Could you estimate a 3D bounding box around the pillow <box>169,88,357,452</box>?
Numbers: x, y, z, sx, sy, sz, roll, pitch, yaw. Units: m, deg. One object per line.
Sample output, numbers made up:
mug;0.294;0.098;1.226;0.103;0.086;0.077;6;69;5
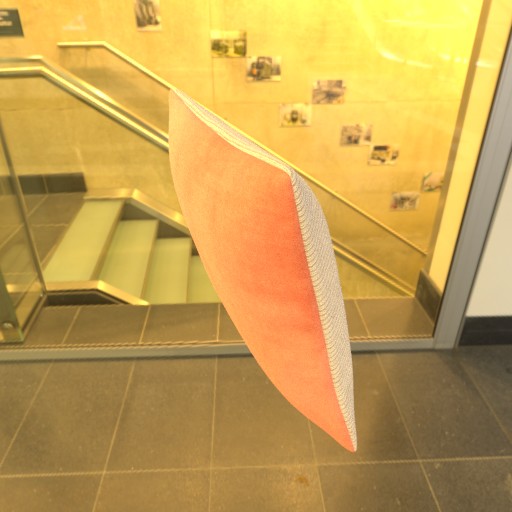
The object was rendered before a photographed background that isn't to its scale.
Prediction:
pillow;0.000;0.000;0.637;0.177;0.401;0.424;-11;32;-19
